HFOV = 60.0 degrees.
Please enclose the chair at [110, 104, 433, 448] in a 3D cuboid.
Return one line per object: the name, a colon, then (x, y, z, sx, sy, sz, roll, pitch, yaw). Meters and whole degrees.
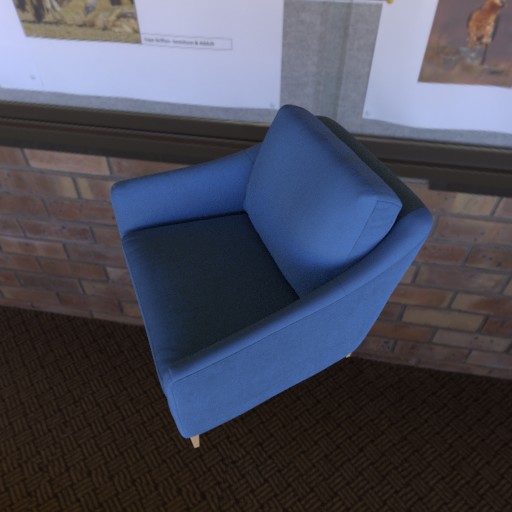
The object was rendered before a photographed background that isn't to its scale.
chair: (0.000, 0.000, 1.744, 0.961, 0.899, 0.987, -16, 48, -15)
